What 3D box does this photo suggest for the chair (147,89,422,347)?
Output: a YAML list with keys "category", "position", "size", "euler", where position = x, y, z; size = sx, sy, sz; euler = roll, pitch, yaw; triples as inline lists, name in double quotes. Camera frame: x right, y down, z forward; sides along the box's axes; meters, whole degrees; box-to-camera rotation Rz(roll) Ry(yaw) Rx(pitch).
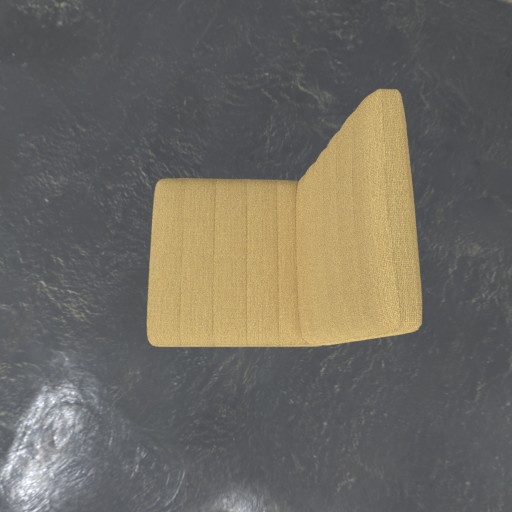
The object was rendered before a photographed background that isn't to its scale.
- category: "chair"
  position: [0.000, 0.000, 1.309]
  size: [0.634, 0.930, 0.520]
  euler: [0, 76, 0]
